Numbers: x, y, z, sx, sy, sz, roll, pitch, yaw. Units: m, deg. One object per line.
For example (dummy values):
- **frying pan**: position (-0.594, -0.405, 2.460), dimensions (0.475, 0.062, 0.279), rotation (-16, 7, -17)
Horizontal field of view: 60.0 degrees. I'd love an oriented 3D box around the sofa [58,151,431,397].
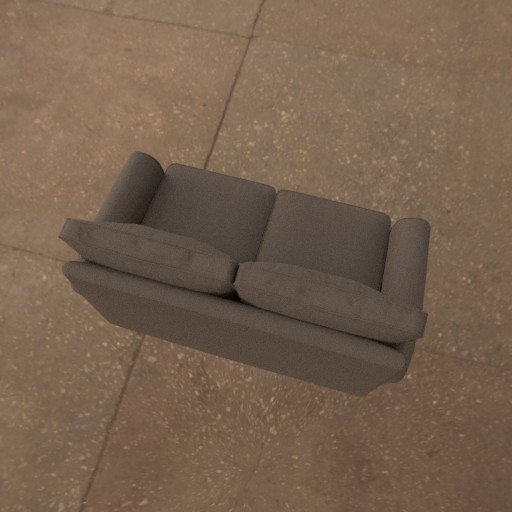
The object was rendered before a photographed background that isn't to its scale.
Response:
- **sofa**: position (0.000, 0.000, 2.294), dimensions (1.665, 0.937, 0.964), rotation (15, 65, 7)
